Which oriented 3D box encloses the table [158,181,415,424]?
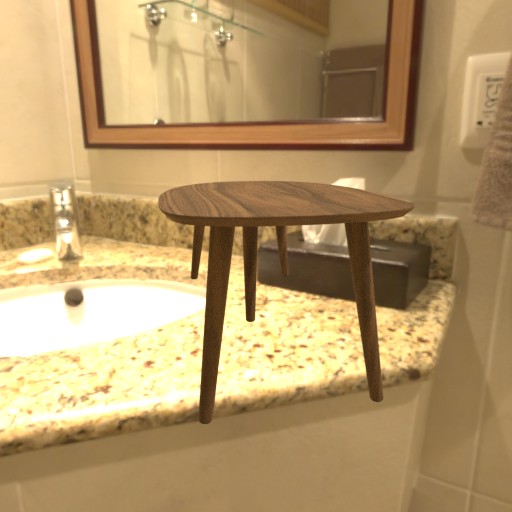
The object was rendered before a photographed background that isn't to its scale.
[{"bbox_3d":[0.000,0.000,1.331,0.527,0.429,1.084,-2,15,-8],"label":"table"}]
